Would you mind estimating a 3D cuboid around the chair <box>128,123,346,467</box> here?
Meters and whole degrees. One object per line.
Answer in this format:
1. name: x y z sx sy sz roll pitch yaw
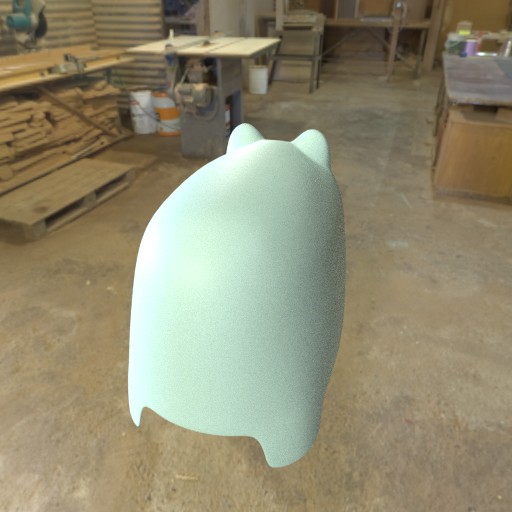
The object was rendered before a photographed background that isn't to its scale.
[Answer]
1. chair: 0.000 0.000 0.854 0.364 0.423 0.619 10 32 16
